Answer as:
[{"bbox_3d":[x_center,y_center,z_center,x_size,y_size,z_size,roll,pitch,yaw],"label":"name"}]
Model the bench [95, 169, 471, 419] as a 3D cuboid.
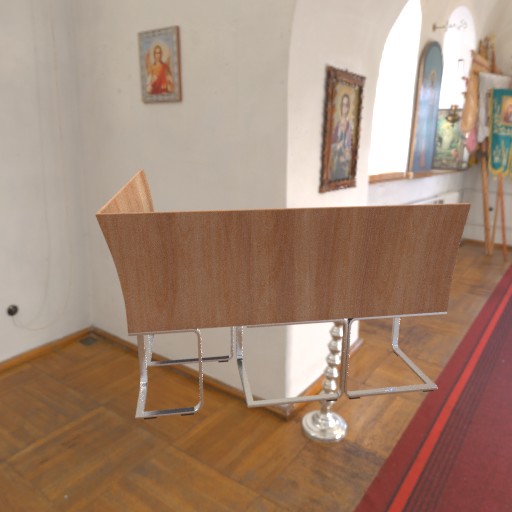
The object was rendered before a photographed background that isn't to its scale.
[{"bbox_3d":[0.000,0.000,2.771,1.495,0.930,1.945,-3,16,-9],"label":"bench"}]
